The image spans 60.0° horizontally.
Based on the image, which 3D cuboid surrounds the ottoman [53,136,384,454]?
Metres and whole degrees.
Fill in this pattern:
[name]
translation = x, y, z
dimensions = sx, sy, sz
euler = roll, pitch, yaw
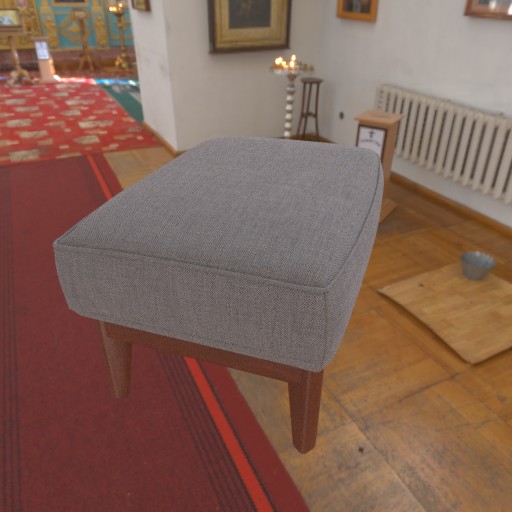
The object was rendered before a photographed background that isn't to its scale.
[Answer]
[ottoman]
translation = 0.000, 0.000, 1.100
dimensions = 0.555, 0.458, 0.750
euler = 10, 31, 16
